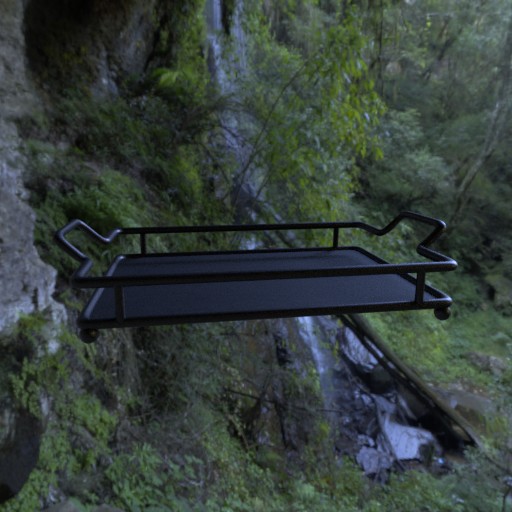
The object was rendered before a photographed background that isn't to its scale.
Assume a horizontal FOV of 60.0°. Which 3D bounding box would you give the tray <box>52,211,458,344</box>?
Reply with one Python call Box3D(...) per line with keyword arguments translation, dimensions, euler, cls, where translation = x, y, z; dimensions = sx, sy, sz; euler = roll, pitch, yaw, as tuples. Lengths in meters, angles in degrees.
Box3D(translation=(0.000, 0.000, 0.609), dimensions=(0.495, 0.101, 0.297), euler=(-2, 14, -9), cls="tray")
